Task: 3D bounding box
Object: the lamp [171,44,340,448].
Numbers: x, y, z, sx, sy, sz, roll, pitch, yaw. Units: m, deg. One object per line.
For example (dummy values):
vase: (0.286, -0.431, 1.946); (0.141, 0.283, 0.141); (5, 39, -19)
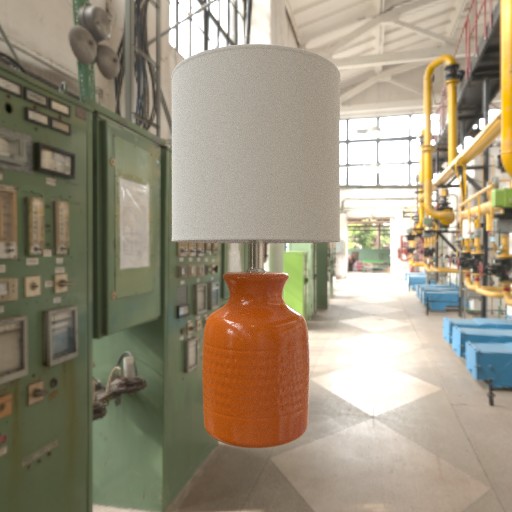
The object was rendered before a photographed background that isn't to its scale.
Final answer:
lamp: (0.000, 0.000, 1.118); (0.418, 0.871, 0.418); (0, 1, 16)
